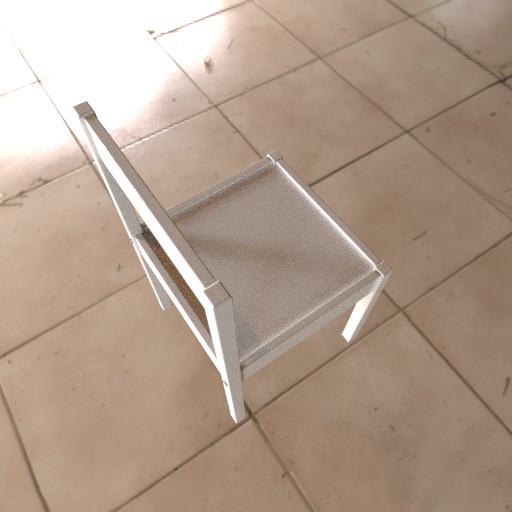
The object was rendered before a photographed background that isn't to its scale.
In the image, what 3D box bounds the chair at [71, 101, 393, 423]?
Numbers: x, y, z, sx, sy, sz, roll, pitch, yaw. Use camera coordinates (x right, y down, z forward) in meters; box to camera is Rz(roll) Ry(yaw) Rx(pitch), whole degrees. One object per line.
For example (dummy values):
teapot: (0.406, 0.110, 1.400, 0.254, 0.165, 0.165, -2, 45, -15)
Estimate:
chair: (0.000, 0.000, 0.669, 0.285, 0.505, 0.285, -31, 64, -17)
